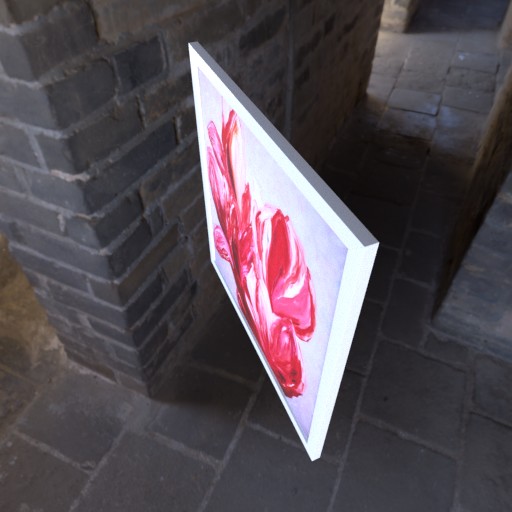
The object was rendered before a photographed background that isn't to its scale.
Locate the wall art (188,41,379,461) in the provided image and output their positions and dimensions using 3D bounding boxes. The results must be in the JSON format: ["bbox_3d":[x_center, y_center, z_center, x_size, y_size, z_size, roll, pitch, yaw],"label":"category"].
[{"bbox_3d":[0.000,0.000,0.954,0.020,0.661,0.664,-17,48,-16],"label":"wall art"}]
